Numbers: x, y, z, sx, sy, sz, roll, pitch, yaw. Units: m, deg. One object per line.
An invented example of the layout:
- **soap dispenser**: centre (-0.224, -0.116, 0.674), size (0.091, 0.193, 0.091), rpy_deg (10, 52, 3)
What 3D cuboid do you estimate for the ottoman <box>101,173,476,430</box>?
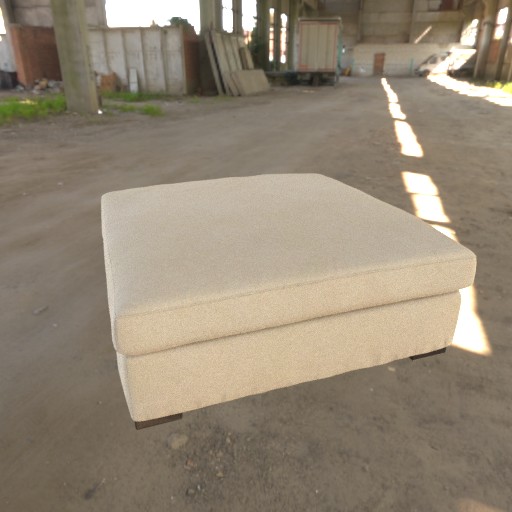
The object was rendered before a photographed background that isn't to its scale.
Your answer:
- **ottoman**: centre (0.000, 0.000, 1.874), size (1.205, 0.522, 1.190), rpy_deg (-8, 26, -18)
